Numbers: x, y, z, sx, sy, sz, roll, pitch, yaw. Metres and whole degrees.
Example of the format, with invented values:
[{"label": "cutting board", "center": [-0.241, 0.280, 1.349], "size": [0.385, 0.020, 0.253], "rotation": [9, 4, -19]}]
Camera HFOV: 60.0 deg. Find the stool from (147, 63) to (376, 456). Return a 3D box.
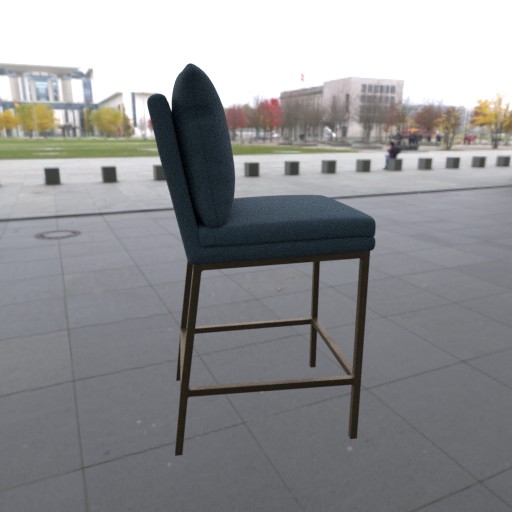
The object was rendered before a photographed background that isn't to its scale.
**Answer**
[{"label": "stool", "center": [0.000, 0.000, 1.354], "size": [0.568, 1.032, 0.463], "rotation": [-3, 16, -9]}]
